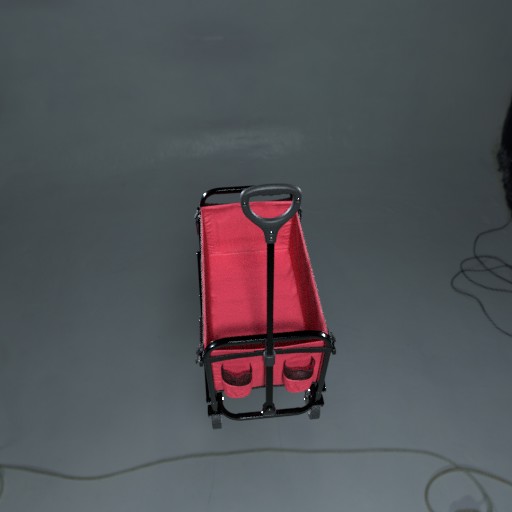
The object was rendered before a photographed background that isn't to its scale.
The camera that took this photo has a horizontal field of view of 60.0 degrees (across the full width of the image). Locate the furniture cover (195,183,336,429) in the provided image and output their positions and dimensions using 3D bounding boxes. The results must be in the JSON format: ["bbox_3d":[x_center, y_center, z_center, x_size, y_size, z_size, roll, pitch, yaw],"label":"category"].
[{"bbox_3d":[0.000,0.000,1.808,0.532,1.295,1.038,-4,47,-4],"label":"furniture cover"}]
